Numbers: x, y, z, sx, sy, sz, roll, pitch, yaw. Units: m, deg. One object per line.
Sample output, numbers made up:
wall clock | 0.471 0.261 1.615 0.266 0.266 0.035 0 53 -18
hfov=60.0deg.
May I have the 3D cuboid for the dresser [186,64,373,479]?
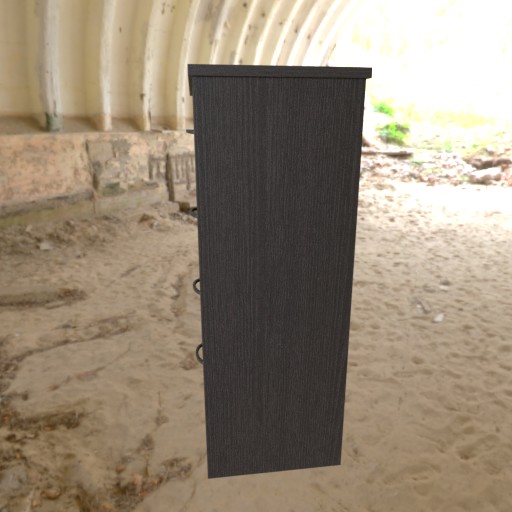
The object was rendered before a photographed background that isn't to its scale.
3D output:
dresser | 0.000 0.000 1.384 0.399 1.020 0.704 -2 17 -7
